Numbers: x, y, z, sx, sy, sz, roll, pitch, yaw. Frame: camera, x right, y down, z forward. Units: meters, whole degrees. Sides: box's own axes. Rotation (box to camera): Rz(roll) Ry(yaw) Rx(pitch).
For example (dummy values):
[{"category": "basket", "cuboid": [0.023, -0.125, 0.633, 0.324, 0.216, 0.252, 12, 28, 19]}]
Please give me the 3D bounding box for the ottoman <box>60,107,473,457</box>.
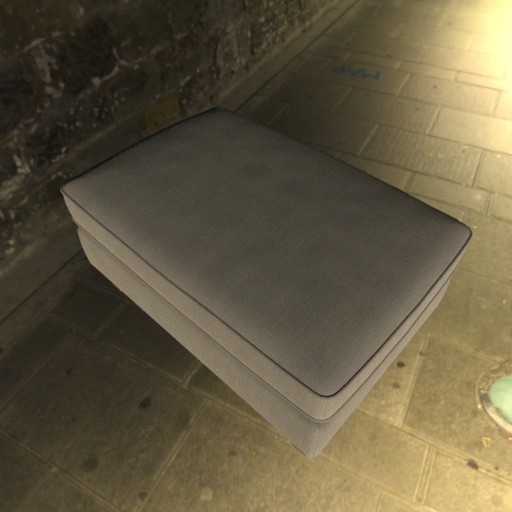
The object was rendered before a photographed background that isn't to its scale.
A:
[{"category": "ottoman", "cuboid": [0.000, 0.000, 1.286, 0.941, 0.480, 0.636, 34, 55, 28]}]
